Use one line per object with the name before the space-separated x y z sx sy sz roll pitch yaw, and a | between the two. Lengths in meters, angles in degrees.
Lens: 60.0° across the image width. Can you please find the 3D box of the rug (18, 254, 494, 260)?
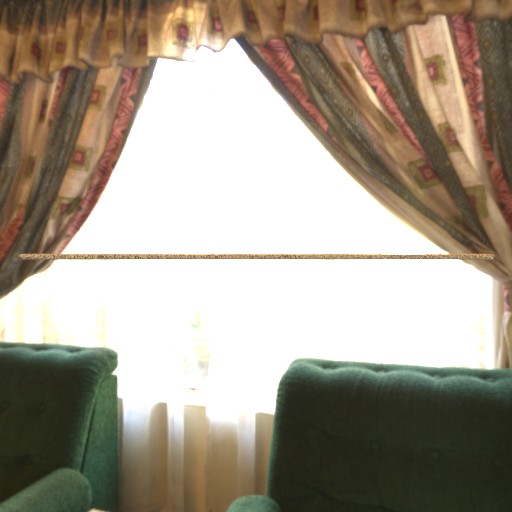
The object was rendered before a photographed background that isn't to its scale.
rug | 0.000 0.000 3.016 2.438 0.030 1.524 0 0 0
